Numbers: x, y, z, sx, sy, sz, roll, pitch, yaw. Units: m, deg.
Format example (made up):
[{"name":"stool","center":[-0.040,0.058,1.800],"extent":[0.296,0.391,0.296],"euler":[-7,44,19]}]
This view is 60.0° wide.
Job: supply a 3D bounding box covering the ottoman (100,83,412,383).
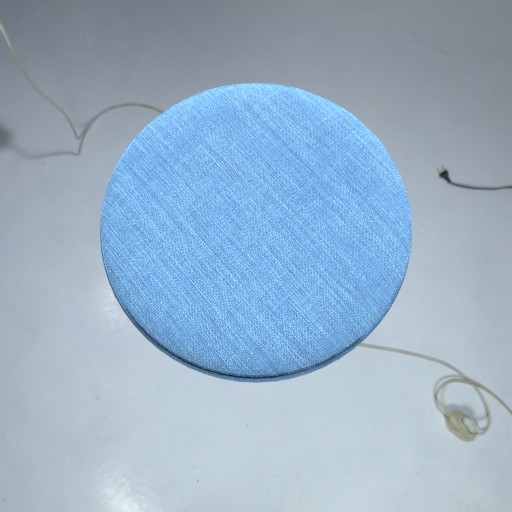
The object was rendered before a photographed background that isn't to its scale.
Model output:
[{"name":"ottoman","center":[0.000,0.000,0.734],"extent":[0.398,0.406,0.398],"euler":[0,75,0]}]
